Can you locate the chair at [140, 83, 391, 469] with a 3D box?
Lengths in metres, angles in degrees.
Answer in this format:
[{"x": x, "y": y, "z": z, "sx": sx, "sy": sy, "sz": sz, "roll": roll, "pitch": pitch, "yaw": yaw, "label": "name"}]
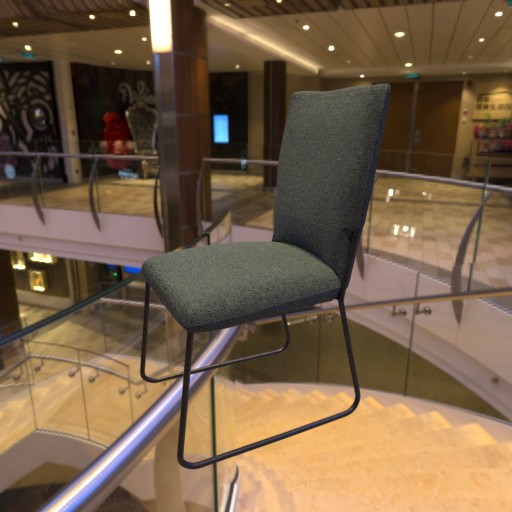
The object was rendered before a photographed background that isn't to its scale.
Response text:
[{"x": 0.000, "y": 0.000, "z": 1.280, "sx": 0.635, "sy": 0.931, "sz": 0.480, "roll": -8, "pitch": 18, "yaw": -25, "label": "chair"}]
